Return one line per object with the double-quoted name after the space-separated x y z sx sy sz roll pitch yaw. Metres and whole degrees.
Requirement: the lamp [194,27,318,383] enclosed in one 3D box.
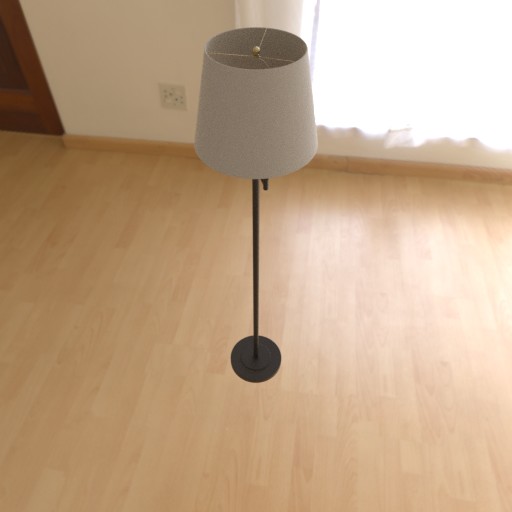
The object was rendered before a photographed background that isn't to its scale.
0.000 0.000 1.601 0.348 1.473 0.348 -12 48 -11 "lamp"
